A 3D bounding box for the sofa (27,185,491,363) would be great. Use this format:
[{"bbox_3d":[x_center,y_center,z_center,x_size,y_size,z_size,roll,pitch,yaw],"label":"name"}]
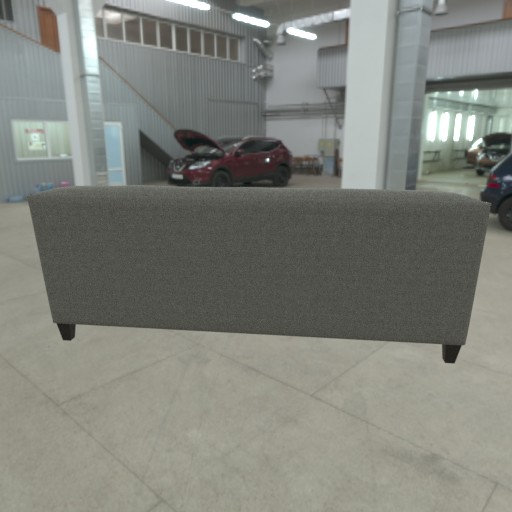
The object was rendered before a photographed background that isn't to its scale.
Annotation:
[{"bbox_3d":[0.000,0.000,2.638,2.235,0.901,0.914,2,15,7],"label":"sofa"}]
